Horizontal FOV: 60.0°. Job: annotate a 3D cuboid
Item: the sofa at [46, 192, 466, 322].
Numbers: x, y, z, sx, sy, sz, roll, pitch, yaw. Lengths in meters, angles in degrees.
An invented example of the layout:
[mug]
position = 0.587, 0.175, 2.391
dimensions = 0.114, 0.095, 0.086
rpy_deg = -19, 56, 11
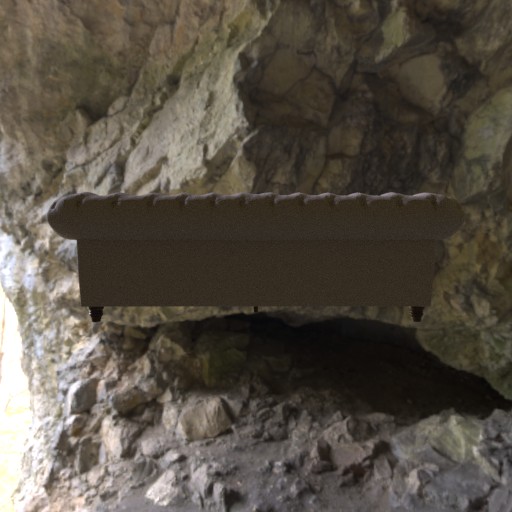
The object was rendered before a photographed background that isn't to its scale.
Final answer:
[sofa]
position = 0.000, 0.000, 3.220
dimensions = 2.694, 0.847, 1.076
rpy_deg = 0, 2, 0
